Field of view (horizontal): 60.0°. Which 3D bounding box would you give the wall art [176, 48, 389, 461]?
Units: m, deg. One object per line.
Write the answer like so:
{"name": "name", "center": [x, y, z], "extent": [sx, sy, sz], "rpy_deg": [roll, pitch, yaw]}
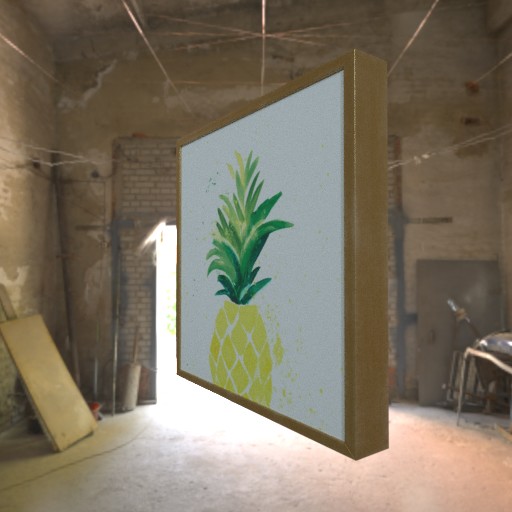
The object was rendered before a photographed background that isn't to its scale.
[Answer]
{"name": "wall art", "center": [0.000, 0.000, 0.462], "extent": [0.038, 0.305, 0.306], "rpy_deg": [1, -1, -35]}
